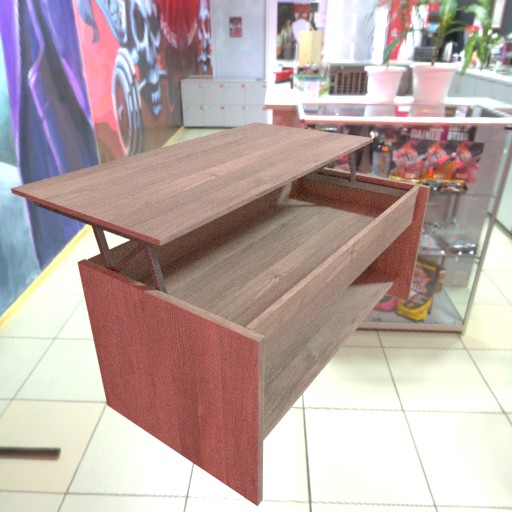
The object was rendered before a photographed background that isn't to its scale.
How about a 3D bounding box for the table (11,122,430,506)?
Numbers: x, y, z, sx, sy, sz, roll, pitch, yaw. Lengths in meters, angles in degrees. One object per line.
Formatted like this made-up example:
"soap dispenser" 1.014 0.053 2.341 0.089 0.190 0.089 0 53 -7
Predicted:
"table" 0.000 0.000 1.357 0.712 0.570 1.000 18 32 31
